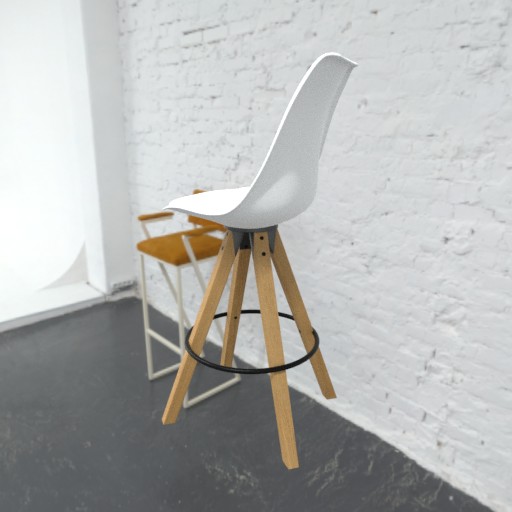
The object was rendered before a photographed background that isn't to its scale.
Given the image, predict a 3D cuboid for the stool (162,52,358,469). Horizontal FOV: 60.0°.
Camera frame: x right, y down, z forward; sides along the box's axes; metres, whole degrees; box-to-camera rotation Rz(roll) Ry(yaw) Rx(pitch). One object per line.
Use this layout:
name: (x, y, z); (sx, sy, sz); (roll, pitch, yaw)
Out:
stool: (0.000, 0.000, 1.390); (0.549, 1.115, 0.482); (8, 18, 25)
